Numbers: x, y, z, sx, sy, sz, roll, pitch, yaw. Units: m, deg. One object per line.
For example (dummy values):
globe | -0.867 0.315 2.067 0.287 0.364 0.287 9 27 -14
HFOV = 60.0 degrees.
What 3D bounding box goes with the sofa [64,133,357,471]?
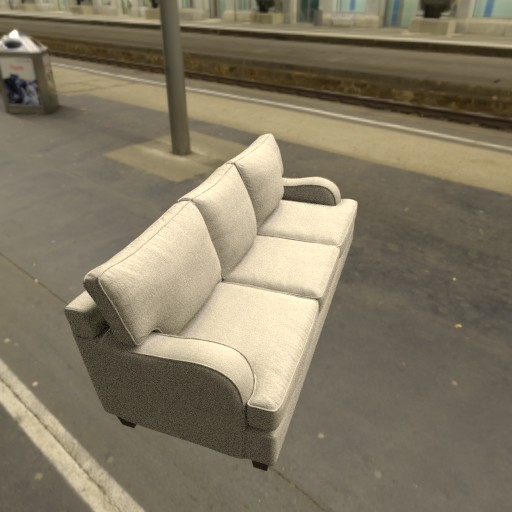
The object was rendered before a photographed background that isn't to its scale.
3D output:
sofa | 0.000 0.000 2.875 1.016 0.991 2.323 10 32 17
